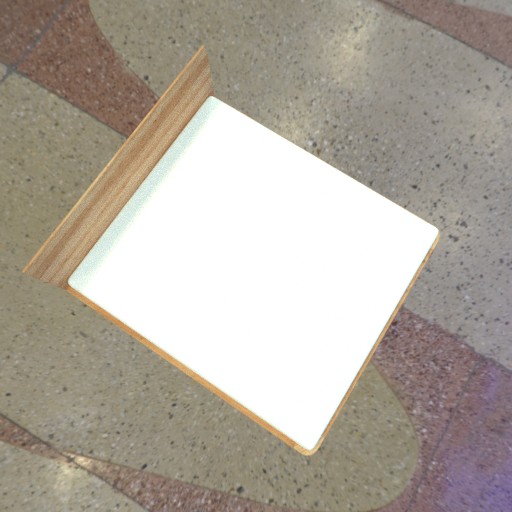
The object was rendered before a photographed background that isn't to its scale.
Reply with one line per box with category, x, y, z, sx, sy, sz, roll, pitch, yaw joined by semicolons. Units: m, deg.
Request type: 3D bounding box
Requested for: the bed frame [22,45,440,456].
bed frame;0.000;0.000;3.130;2.092;0.940;1.872;32;78;8
